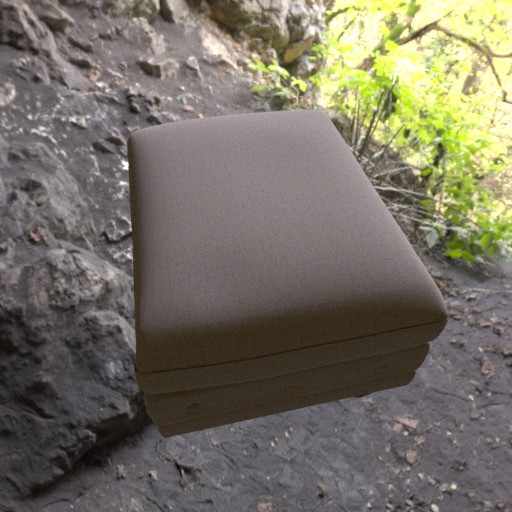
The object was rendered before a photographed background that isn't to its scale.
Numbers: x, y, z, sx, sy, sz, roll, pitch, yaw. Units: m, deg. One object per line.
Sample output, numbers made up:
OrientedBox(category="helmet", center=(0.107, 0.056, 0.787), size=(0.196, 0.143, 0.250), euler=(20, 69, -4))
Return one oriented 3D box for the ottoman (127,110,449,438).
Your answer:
OrientedBox(category="ottoman", center=(0.000, 0.000, 1.027), size=(0.541, 0.463, 0.684), euler=(-9, 48, -8))
